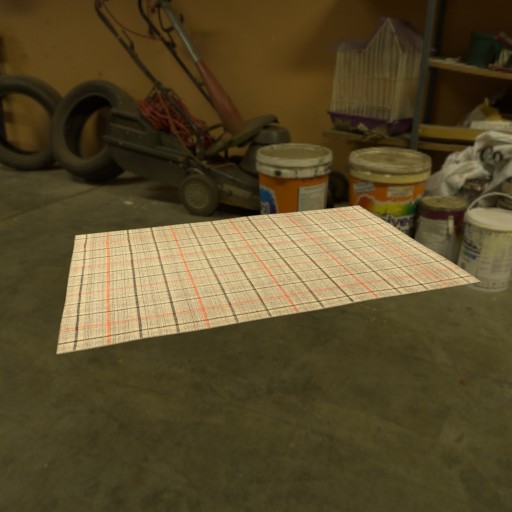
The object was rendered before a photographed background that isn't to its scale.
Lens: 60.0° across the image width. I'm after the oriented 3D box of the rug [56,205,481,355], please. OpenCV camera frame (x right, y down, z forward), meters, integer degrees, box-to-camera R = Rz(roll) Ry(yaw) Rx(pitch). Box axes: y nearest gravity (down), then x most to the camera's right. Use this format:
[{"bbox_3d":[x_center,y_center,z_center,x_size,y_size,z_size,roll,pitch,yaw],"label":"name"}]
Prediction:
[{"bbox_3d":[0.000,0.000,3.071,2.439,0.015,1.524,-7,26,-15],"label":"rug"}]
